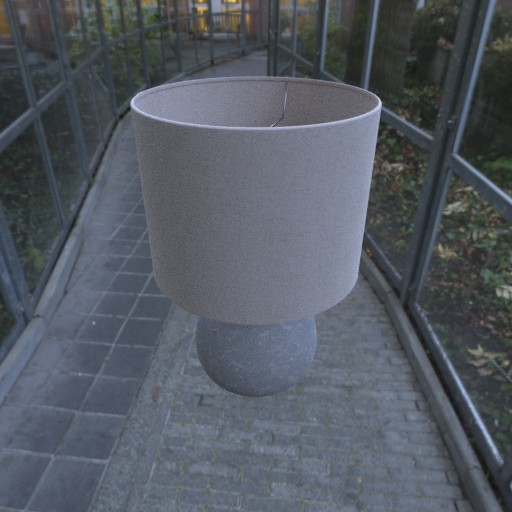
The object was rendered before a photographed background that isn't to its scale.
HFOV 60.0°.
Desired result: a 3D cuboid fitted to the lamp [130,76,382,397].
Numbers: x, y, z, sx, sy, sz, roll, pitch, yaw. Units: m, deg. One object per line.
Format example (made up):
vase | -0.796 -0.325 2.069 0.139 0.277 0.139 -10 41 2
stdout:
lamp | 0.000 0.000 0.591 0.269 0.409 0.269 10 32 16
